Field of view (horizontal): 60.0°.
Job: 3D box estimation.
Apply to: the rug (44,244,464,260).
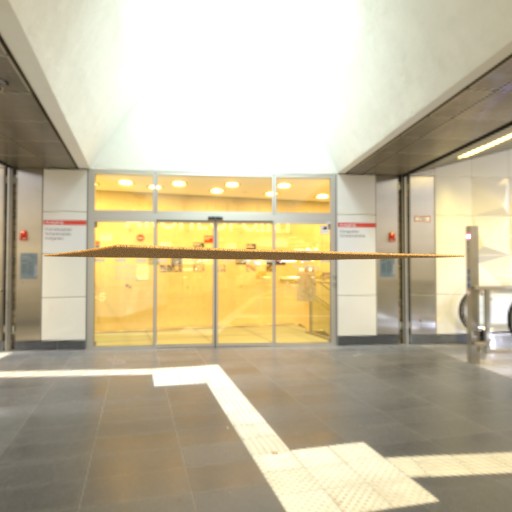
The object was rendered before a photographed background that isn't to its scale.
[{"bbox_3d":[0.000,0.000,2.327,1.840,0.013,1.225,1,-2,-35],"label":"rug"}]
